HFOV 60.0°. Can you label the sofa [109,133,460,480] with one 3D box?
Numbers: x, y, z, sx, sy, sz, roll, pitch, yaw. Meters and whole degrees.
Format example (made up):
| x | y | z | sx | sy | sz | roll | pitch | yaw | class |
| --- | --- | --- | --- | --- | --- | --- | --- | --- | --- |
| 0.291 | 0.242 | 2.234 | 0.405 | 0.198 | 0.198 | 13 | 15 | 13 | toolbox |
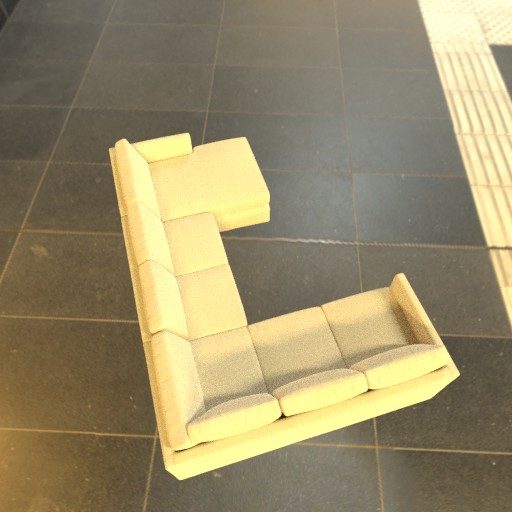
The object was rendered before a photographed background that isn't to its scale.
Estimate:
| x | y | z | sx | sy | sz | roll | pitch | yaw | class |
| --- | --- | --- | --- | --- | --- | --- | --- | --- | --- |
| 0.000 | 0.000 | 4.491 | 2.427 | 0.882 | 3.460 | -14 | 58 | -9 | sofa |
